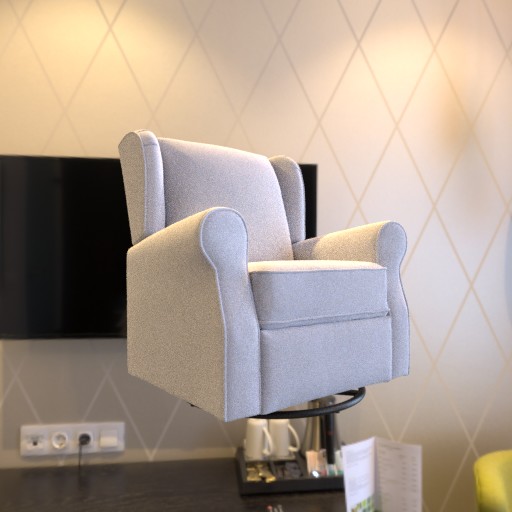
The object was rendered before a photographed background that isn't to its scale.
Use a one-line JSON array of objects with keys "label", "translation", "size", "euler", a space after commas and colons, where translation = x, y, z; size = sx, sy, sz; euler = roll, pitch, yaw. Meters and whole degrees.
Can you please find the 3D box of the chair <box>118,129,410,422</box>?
[{"label": "chair", "translation": [0.000, 0.000, 1.695], "size": [0.906, 0.967, 0.854], "euler": [0, -1, -37]}]
